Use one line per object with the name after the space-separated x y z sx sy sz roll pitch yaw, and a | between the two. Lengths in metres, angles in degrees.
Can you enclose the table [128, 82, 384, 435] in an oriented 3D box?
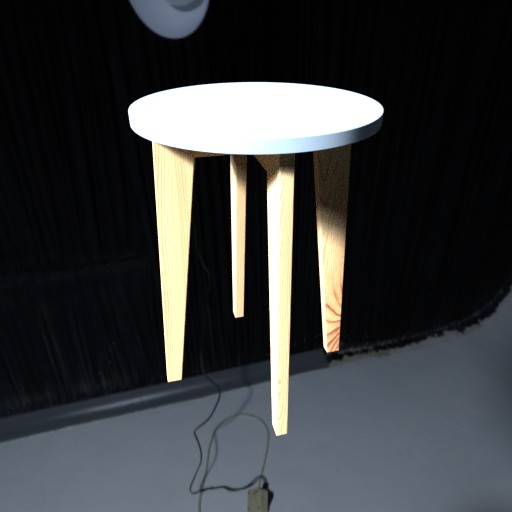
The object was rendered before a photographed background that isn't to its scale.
0.000 0.000 0.753 0.350 0.500 0.350 0 31 0 | table
